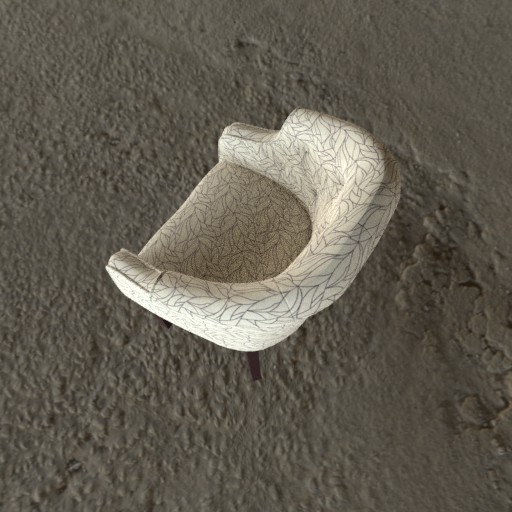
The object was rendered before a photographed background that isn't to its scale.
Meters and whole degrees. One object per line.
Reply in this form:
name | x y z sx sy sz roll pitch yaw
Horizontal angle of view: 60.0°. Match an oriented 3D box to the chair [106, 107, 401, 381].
chair | 0.000 0.000 1.357 0.613 0.858 0.686 30 67 14
